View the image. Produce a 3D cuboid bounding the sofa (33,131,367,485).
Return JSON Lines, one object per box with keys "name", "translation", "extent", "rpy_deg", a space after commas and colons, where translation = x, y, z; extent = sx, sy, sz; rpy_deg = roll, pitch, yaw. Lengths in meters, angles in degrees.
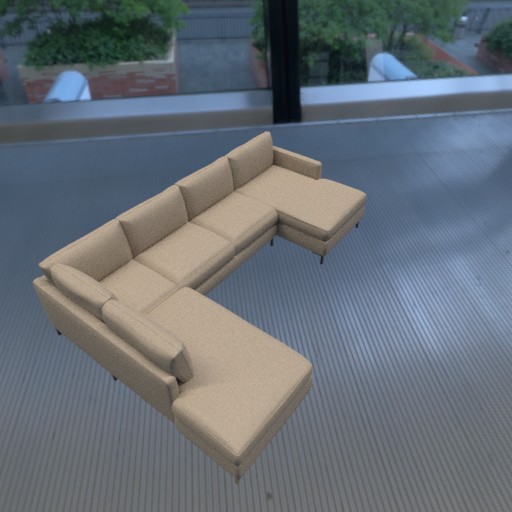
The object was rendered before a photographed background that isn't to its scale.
{"name": "sofa", "translation": [0.000, 0.000, 3.554], "extent": [1.879, 0.756, 2.737], "rpy_deg": [27, 47, 28]}
